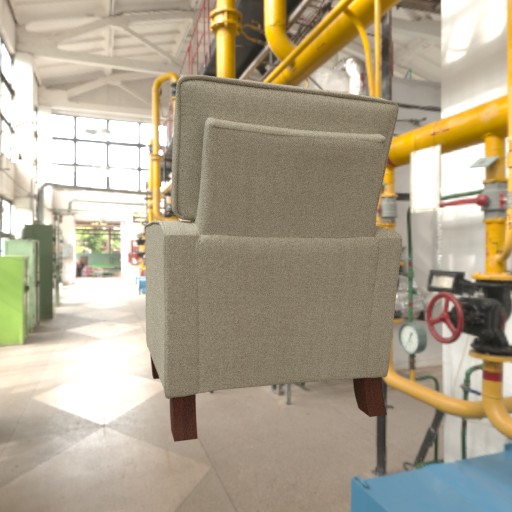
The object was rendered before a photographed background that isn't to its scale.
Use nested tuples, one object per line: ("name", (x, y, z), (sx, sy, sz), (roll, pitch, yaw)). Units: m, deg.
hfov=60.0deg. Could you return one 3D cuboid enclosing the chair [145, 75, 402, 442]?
("chair", (0.000, 0.000, 1.409), (0.648, 0.888, 0.754), (0, 0, -18))
